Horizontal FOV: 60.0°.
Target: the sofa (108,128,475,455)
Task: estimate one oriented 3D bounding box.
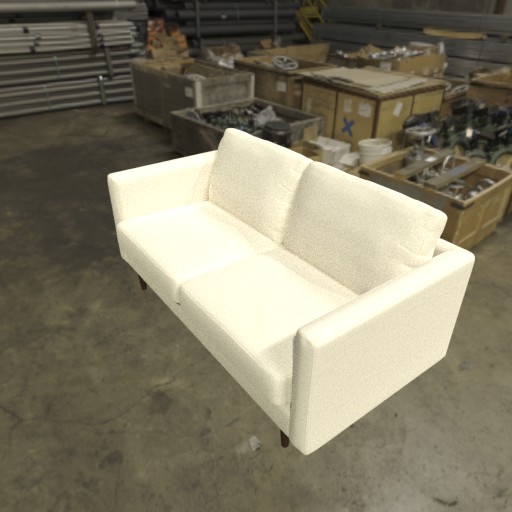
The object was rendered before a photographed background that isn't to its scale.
[{"bbox_3d":[0.000,0.000,2.239,0.940,0.893,1.713,-21,37,-31],"label":"sofa"}]
